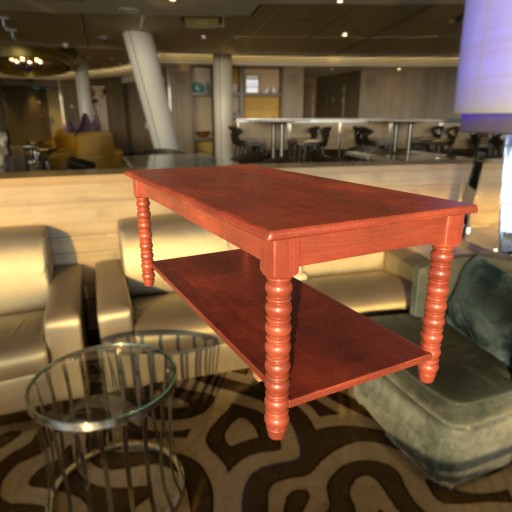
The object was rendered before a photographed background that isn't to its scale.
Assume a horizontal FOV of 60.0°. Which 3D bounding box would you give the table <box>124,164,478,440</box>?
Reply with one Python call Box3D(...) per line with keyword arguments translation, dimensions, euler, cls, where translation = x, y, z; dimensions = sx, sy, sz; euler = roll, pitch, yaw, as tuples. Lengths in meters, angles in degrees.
Box3D(translation=(0.000, 0.000, 1.480), dimensions=(0.580, 0.485, 1.171), euler=(-9, 19, -27), cls="table")
